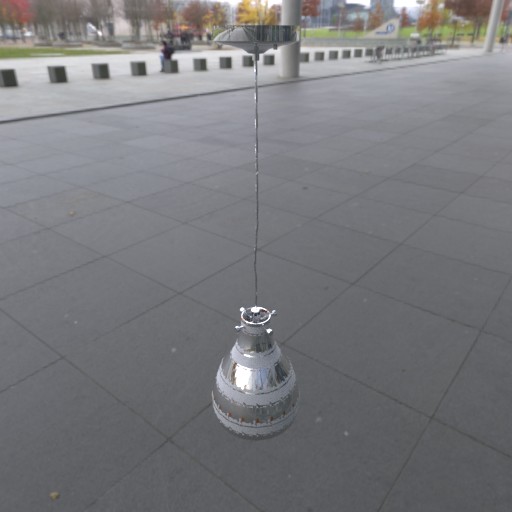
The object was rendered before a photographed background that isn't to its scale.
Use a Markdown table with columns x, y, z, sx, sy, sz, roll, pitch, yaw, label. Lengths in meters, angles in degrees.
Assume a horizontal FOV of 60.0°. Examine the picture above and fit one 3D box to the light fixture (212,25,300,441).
| x | y | z | sx | sy | sz | roll | pitch | yaw | label |
| --- | --- | --- | --- | --- | --- | --- | --- | --- | --- |
| 0.000 | 0.000 | 1.581 | 0.374 | 1.457 | 0.374 | -18 | 32 | -32 | light fixture |
